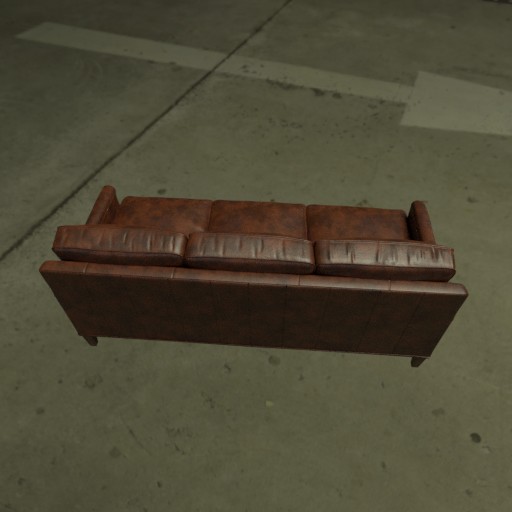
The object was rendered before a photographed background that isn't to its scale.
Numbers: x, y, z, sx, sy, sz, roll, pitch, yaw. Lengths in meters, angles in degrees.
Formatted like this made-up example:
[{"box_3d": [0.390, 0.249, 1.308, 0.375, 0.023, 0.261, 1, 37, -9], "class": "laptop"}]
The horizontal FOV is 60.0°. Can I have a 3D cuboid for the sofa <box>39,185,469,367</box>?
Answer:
[{"box_3d": [0.000, 0.000, 2.824, 2.240, 1.003, 1.084, 3, 46, 3], "class": "sofa"}]
